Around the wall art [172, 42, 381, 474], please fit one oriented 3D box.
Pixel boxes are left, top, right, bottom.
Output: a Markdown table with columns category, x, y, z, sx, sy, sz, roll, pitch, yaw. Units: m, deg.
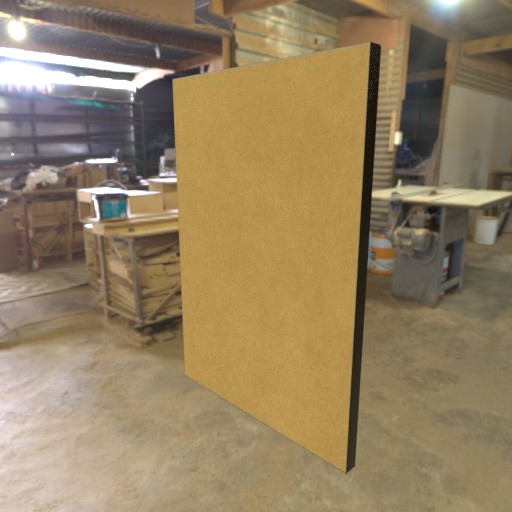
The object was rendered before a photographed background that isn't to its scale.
| category | x | y | z | sx | sy | sz | roll | pitch | yaw |
| --- | --- | --- | --- | --- | --- | --- | --- | --- | --- |
| wall art | 0.000 | 0.000 | 0.568 | 0.019 | 0.455 | 0.314 | -13 | 19 | -43 |
